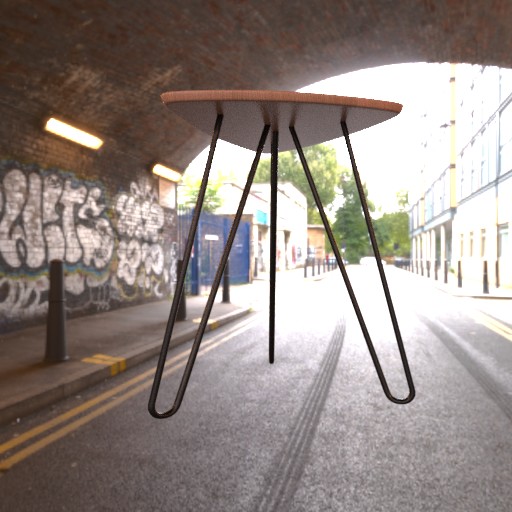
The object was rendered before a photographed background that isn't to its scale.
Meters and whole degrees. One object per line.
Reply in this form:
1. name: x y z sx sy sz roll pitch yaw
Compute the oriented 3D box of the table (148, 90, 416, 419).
1. table: 0.000 0.000 0.888 0.455 0.564 0.442 0 0 -36
